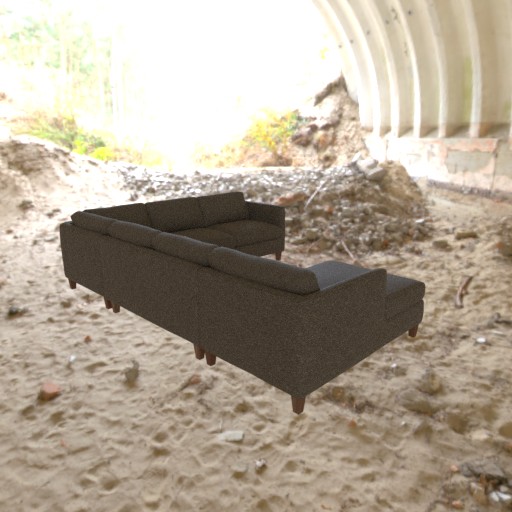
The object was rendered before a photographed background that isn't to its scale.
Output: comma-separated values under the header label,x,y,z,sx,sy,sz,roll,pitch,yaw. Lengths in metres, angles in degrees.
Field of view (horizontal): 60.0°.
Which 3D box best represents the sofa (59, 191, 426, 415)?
label,x,y,z,sx,sy,sz,roll,pitch,yaw
sofa,0.000,0.000,4.359,3.238,0.853,2.551,15,21,43
